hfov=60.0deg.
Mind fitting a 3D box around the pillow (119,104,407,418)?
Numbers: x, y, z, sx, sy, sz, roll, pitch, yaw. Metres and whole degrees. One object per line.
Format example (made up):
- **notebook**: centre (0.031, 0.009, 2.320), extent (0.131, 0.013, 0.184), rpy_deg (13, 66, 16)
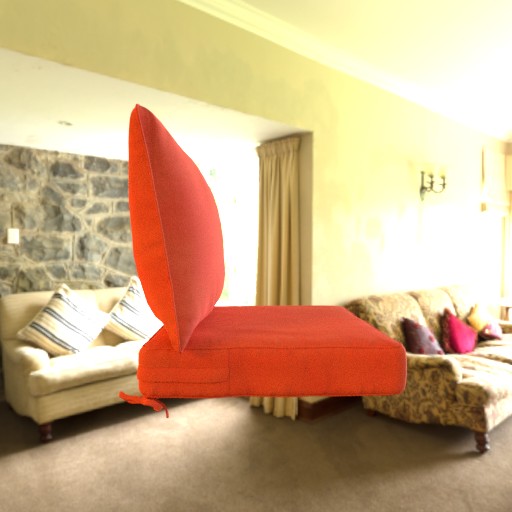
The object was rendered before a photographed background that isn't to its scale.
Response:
- **pillow**: centre (0.000, 0.000, 1.394), extent (0.733, 0.725, 0.798), rpy_deg (0, 2, -2)
